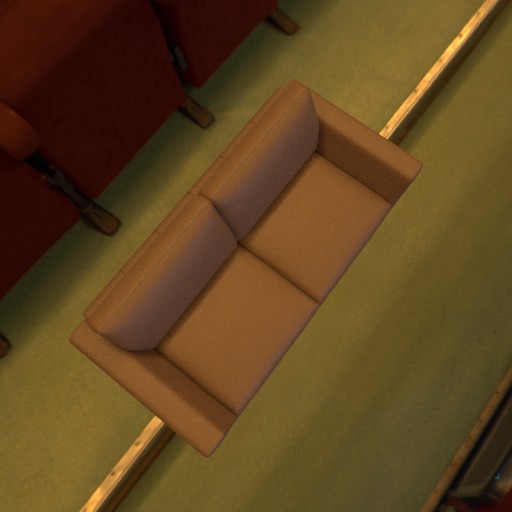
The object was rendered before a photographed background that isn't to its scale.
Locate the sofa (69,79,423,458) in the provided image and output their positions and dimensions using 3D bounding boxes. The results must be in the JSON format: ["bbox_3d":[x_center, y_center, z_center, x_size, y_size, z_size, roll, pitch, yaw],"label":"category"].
[{"bbox_3d":[0.000,0.000,2.598,0.953,0.875,2.017,37,78,9],"label":"sofa"}]
